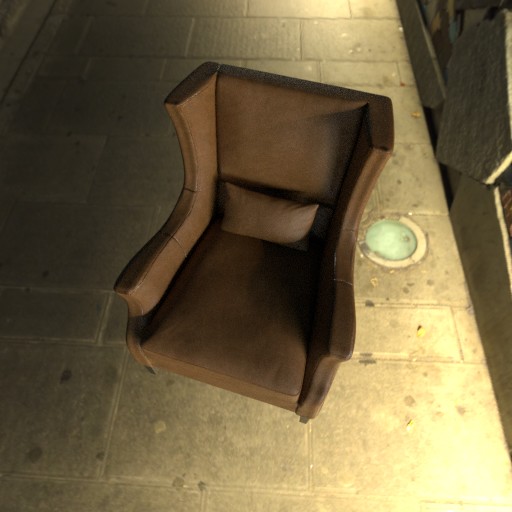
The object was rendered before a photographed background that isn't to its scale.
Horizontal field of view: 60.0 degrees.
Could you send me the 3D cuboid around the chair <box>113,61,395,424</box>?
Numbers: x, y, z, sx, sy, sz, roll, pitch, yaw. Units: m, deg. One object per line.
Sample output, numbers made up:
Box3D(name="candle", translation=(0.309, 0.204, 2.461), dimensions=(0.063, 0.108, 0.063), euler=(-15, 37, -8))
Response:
Box3D(name="chair", translation=(0.000, 0.000, 1.718), dimensions=(0.852, 1.016, 0.925), euler=(15, 59, 9))
